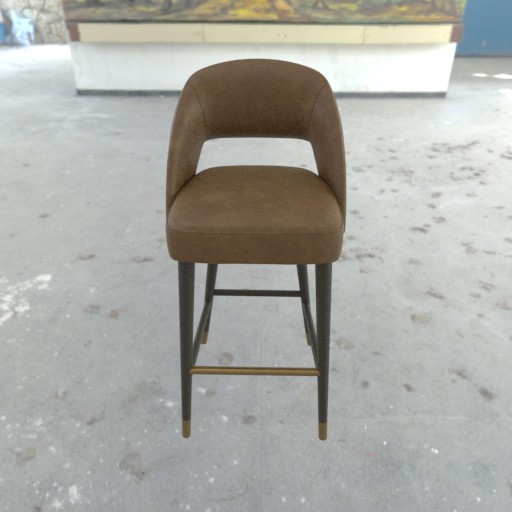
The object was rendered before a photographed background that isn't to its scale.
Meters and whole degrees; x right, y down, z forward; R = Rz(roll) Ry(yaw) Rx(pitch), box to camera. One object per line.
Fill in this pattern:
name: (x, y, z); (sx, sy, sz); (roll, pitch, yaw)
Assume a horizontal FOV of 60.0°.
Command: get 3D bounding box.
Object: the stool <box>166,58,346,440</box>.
stool: (0.000, 0.000, 1.336); (0.494, 1.037, 0.509); (1, 31, 1)
